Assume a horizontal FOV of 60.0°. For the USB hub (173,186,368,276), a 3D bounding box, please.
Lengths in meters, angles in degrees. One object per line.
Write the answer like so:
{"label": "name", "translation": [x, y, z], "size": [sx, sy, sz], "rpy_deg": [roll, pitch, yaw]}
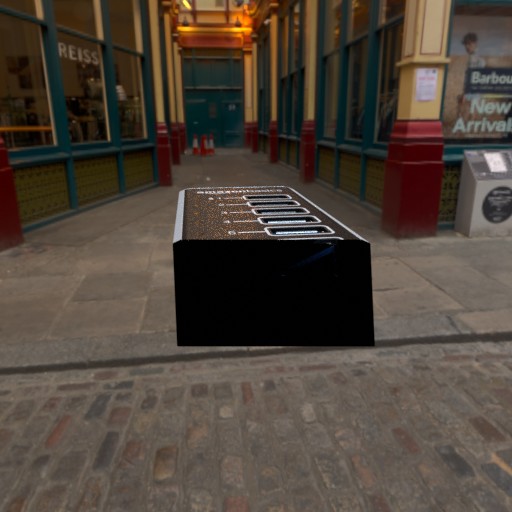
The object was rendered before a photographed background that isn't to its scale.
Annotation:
{"label": "USB hub", "translation": [0.000, 0.000, 0.126], "size": [0.044, 0.023, 0.110], "rpy_deg": [-2, 18, -8]}
